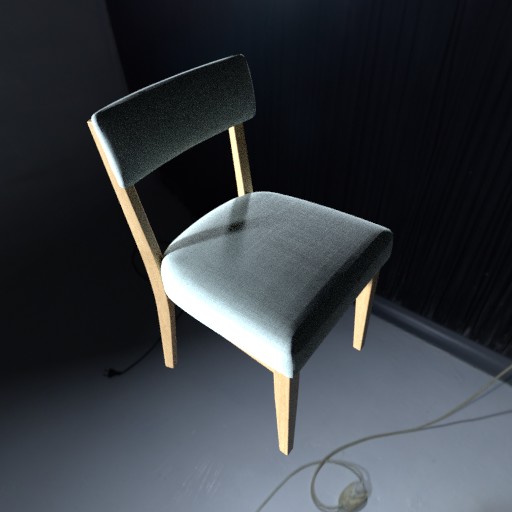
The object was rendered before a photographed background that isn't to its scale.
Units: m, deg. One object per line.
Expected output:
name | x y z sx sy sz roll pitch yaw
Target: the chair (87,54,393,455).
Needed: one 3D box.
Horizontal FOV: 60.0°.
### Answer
chair | 0.000 0.000 1.180 0.572 0.832 0.508 26 48 27
